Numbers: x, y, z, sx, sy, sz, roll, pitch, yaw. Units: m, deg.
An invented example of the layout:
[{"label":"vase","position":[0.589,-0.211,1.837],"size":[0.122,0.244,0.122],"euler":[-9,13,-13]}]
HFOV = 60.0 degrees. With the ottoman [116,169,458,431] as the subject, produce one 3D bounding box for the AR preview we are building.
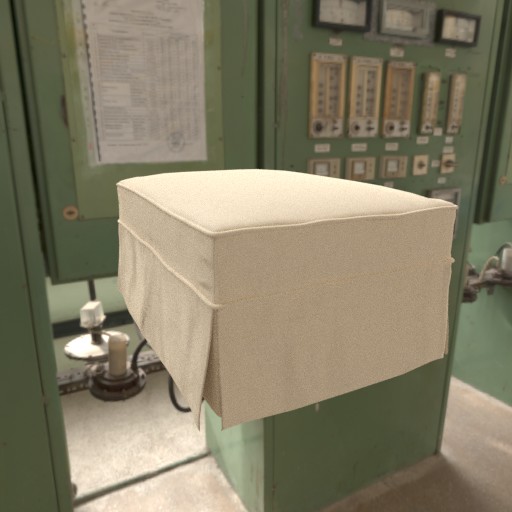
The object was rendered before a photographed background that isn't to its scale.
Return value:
[{"label":"ottoman","position":[0.000,0.000,1.341],"size":[0.703,0.479,0.944],"euler":[-8,18,-26]}]
